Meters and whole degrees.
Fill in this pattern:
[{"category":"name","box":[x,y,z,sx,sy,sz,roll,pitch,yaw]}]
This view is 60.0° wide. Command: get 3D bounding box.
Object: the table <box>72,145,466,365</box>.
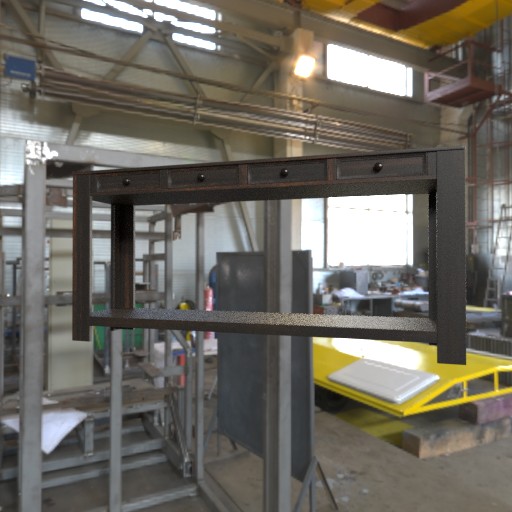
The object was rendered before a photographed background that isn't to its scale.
[{"category":"table","box":[0.000,0.000,1.943,1.631,0.762,0.384,0,-1,17]}]
